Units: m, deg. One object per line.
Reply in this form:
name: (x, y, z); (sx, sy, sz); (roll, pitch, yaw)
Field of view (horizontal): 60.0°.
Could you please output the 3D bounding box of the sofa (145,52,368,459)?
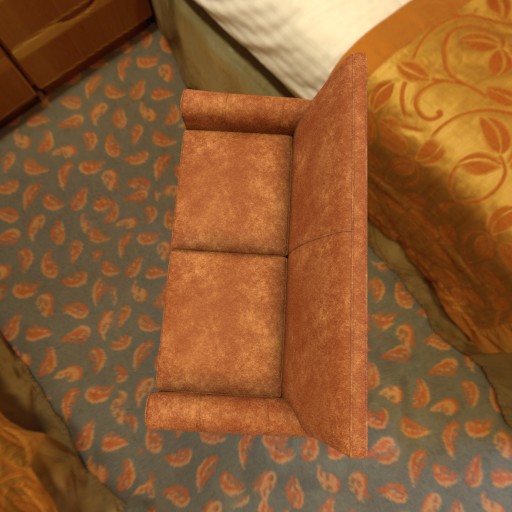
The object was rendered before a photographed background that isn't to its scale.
sofa: (0.000, 0.000, 1.975); (0.787, 0.871, 1.473); (3, 76, 1)
